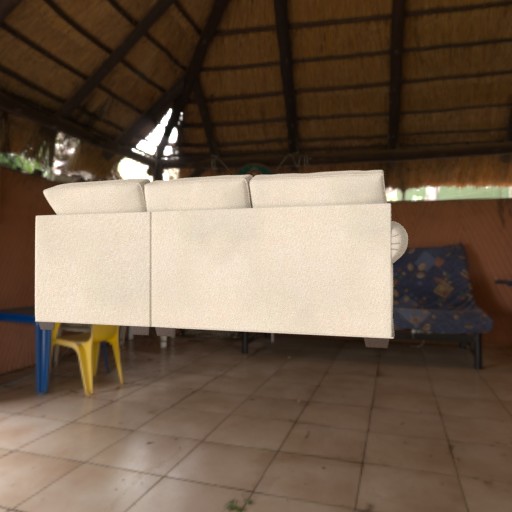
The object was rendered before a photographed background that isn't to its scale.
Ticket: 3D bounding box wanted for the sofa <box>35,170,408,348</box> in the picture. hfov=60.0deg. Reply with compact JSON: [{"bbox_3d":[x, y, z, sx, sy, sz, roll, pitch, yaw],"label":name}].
[{"bbox_3d":[0.000,0.000,3.977,2.487,1.054,2.569,0,-1,16],"label":"sofa"}]
